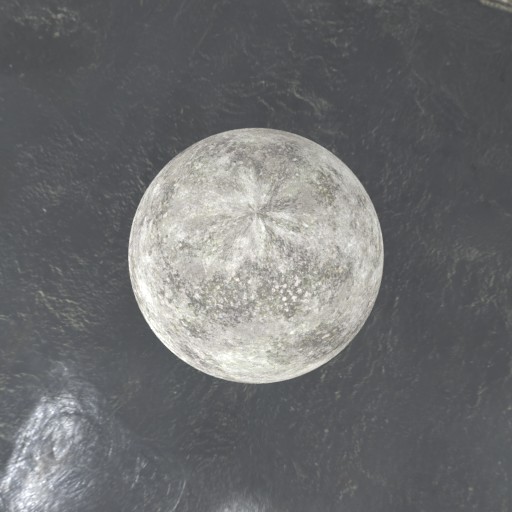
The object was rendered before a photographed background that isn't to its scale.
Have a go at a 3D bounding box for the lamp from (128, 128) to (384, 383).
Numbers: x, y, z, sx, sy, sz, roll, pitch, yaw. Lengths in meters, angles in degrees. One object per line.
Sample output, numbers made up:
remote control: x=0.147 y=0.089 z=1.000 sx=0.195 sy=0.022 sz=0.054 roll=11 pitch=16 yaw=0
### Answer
lamp: x=0.000 y=0.000 z=0.763 sx=0.422 sy=0.429 sz=0.422 roll=0 pitch=75 yaw=0
